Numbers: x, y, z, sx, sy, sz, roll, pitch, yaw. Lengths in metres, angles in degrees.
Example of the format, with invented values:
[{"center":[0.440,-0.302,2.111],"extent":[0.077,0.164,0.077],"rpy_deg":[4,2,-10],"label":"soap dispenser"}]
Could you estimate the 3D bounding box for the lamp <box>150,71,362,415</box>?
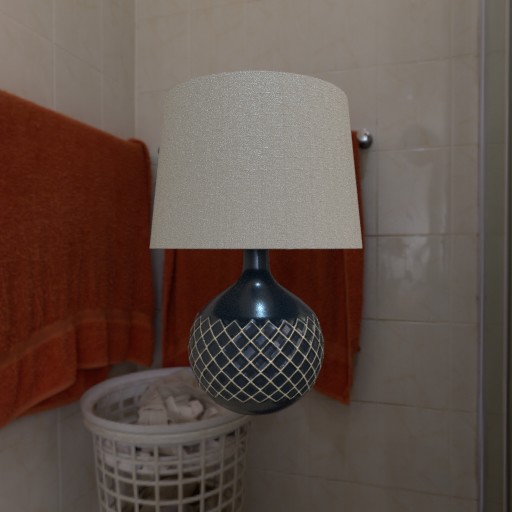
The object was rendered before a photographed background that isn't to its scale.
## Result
[{"center":[0.000,0.000,0.805],"extent":[0.376,0.540,0.376],"rpy_deg":[0,1,0],"label":"lamp"}]
